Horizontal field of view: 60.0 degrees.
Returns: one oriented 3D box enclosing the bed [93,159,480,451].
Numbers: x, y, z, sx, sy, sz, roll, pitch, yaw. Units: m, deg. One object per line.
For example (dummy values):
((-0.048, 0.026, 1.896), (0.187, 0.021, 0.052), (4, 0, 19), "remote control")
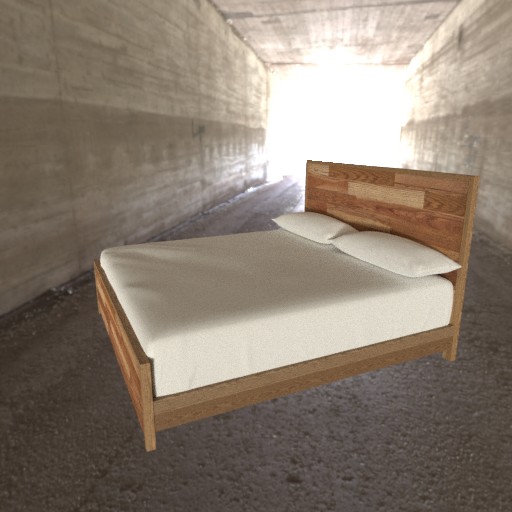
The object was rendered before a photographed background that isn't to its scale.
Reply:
((0.000, 0.000, 3.402), (2.184, 1.295, 2.013), (-7, 17, -24), "bed")
